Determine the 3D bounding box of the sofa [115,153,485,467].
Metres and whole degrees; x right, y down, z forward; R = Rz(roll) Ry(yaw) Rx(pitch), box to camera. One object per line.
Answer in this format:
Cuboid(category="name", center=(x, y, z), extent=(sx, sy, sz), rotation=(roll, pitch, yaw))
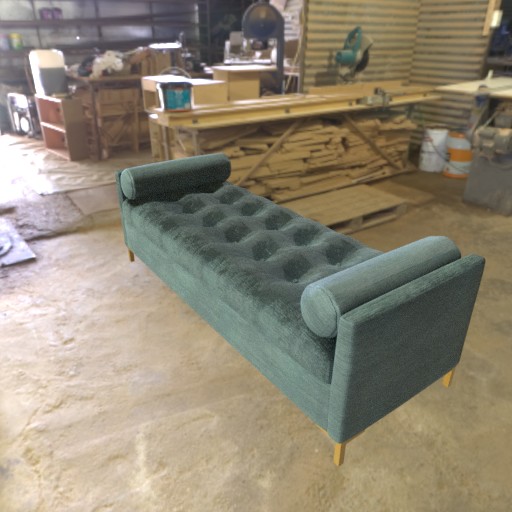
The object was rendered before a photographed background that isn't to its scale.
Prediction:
Cuboid(category="sofa", center=(0.000, 0.000, 2.438), extent=(0.796, 0.705, 2.102), rotation=(-18, 32, -31))
